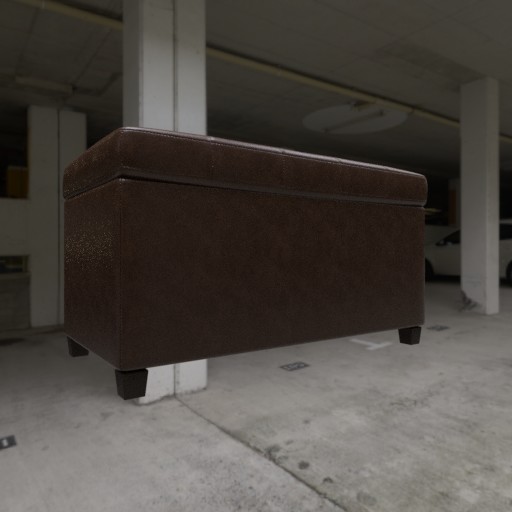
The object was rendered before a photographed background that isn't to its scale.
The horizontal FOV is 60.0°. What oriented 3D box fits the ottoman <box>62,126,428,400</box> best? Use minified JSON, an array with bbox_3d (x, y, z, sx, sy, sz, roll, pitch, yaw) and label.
[{"bbox_3d":[0.000,0.000,1.121,0.838,0.470,0.432,0,1,-35],"label":"ottoman"}]
